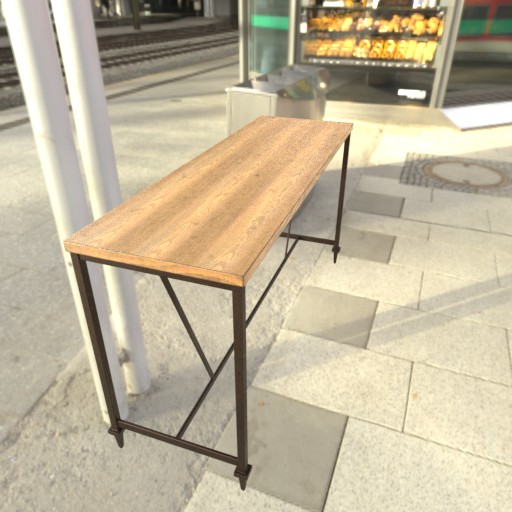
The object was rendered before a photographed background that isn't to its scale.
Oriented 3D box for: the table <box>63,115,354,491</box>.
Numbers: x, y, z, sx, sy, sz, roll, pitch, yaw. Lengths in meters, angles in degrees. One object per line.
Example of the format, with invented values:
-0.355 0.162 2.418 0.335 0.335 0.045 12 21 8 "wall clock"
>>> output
0.000 0.000 2.080 0.551 0.902 1.700 10 31 17 "table"
